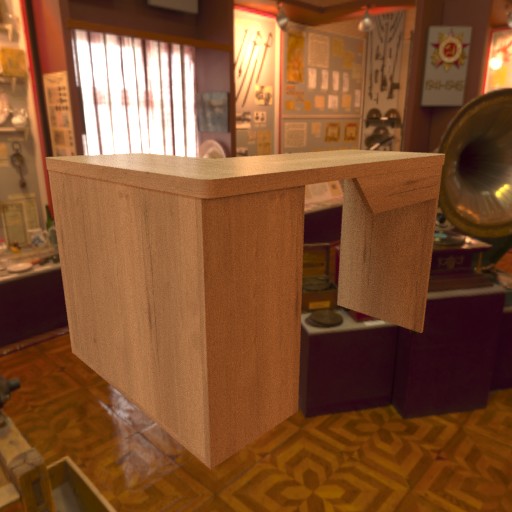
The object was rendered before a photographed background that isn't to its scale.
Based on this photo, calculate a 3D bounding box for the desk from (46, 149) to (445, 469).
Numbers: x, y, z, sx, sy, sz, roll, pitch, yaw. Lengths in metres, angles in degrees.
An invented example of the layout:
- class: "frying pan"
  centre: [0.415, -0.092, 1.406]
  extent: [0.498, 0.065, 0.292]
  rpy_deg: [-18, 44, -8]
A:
- class: "desk"
  centre: [0.000, 0.000, 1.717]
  extent: [1.169, 0.760, 0.900]
  rpy_deg: [-16, 23, -42]
